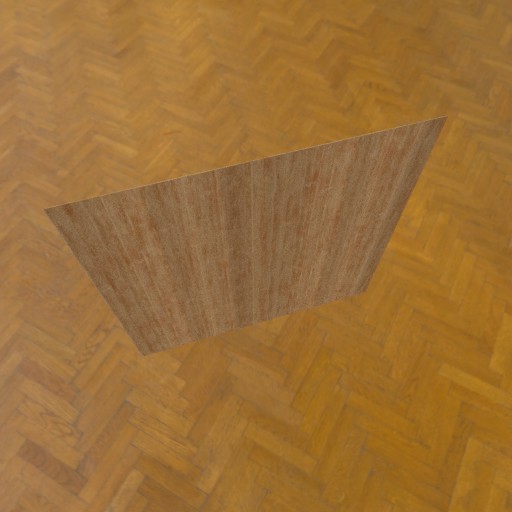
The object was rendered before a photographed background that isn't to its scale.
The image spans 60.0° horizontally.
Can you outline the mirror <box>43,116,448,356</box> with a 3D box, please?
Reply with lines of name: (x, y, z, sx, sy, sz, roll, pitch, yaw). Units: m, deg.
mirror: (0.000, 0.000, 0.972, 0.651, 0.651, 0.047, -15, 60, -9)
